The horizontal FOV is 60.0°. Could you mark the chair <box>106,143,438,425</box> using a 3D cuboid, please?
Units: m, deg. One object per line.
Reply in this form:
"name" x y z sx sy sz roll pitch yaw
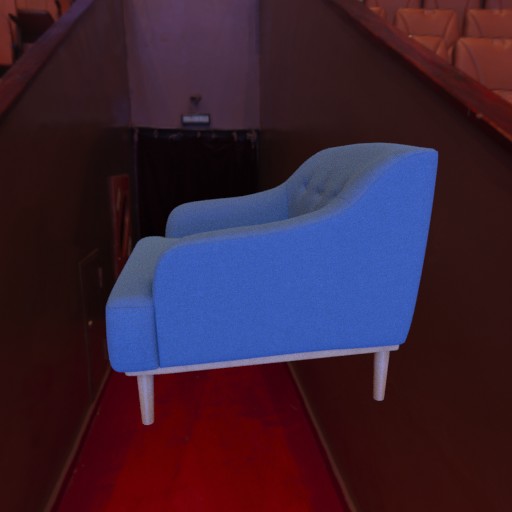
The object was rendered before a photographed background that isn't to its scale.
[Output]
"chair" 0.000 0.000 1.653 0.951 0.818 0.946 -2 13 -8
